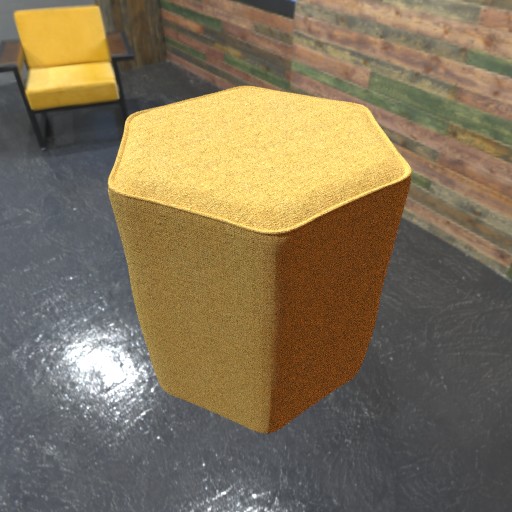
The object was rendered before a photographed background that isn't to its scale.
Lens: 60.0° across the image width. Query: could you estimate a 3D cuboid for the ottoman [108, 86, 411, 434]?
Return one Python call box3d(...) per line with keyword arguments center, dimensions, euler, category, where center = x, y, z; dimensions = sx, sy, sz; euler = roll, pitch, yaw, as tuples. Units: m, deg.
box3d(center=(0.000, 0.000, 0.860), dimensions=(0.494, 0.502, 0.443), euler=(-25, 47, -26), category="ottoman")
